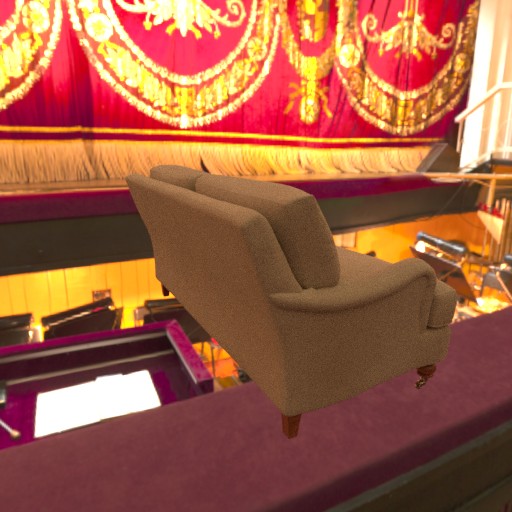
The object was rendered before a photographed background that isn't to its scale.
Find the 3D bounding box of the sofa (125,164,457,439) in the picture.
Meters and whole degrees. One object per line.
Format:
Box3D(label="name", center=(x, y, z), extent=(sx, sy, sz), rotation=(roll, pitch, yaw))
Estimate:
Box3D(label="sofa", center=(0.000, 0.000, 2.628), extent=(1.091, 0.997, 2.070), rotation=(-7, 17, -26))
